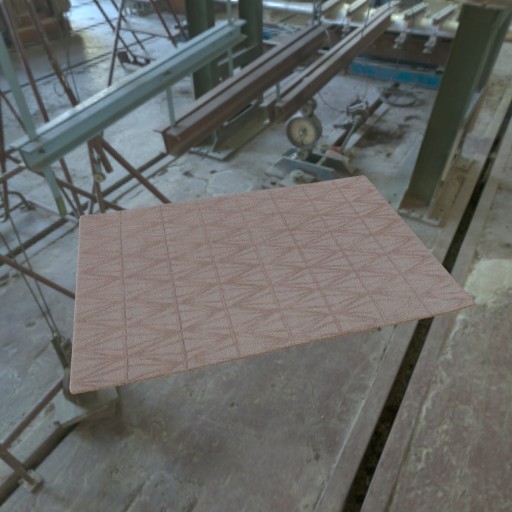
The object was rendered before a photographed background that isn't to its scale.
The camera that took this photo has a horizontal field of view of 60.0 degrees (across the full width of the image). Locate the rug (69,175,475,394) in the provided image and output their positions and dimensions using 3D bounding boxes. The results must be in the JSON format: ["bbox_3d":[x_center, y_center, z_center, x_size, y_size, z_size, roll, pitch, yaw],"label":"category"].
[{"bbox_3d":[0.000,0.000,2.354,1.837,0.025,1.230,-10,42,-11],"label":"rug"}]
